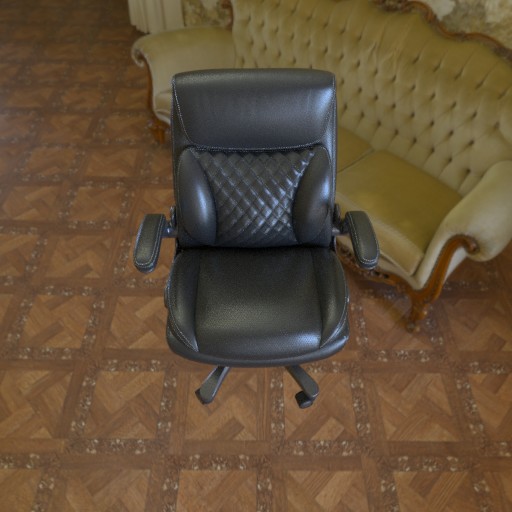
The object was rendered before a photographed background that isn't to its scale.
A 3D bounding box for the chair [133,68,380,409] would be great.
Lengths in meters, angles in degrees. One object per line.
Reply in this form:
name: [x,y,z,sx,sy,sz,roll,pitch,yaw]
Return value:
chair: [0.000,0.000,1.622,0.782,1.110,0.724,-1,48,-1]
